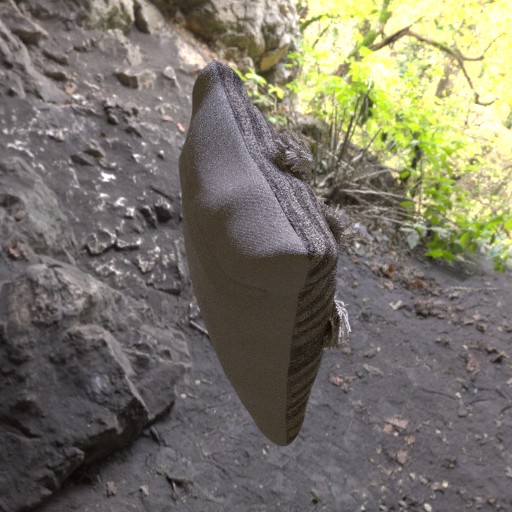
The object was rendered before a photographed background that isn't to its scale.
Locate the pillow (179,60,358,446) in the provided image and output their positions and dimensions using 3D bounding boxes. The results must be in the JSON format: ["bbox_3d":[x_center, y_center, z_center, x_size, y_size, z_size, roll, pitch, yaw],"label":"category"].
[{"bbox_3d":[0.000,0.000,0.766,0.234,0.490,0.484,-11,47,-10],"label":"pillow"}]
